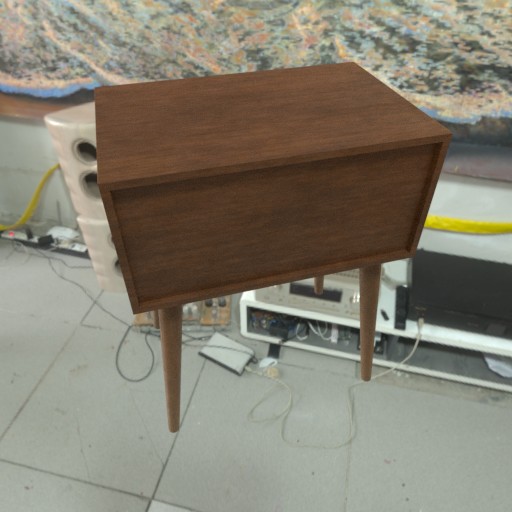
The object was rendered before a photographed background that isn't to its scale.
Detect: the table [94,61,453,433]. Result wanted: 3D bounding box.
[{"bbox_3d":[0.000,0.000,0.841,0.454,0.580,0.307,-11,42,-12],"label":"table"}]
